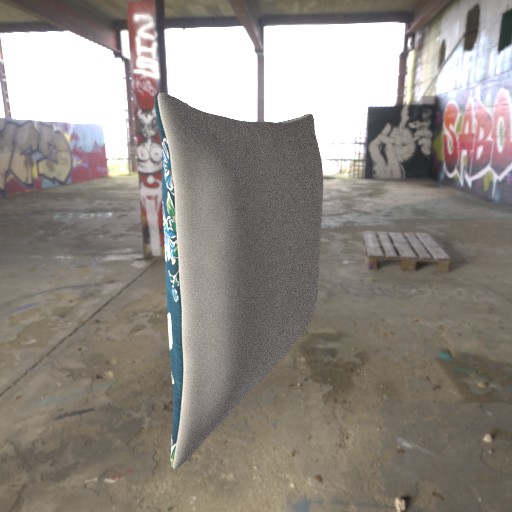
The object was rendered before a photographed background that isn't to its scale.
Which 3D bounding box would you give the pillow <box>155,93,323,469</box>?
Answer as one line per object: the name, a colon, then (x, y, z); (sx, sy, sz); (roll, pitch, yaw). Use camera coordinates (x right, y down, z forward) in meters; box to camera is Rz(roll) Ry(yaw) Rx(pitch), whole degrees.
pillow: (0.000, 0.000, 0.790); (0.166, 0.508, 0.525); (7, 17, 25)
